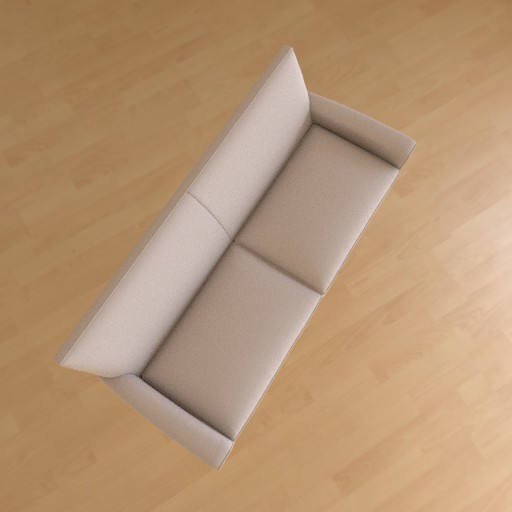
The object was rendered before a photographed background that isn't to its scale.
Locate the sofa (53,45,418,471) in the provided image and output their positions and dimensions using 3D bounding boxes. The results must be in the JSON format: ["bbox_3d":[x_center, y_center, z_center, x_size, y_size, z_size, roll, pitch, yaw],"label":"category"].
[{"bbox_3d":[0.000,0.000,2.446,0.875,0.846,2.000,32,78,8],"label":"sofa"}]
